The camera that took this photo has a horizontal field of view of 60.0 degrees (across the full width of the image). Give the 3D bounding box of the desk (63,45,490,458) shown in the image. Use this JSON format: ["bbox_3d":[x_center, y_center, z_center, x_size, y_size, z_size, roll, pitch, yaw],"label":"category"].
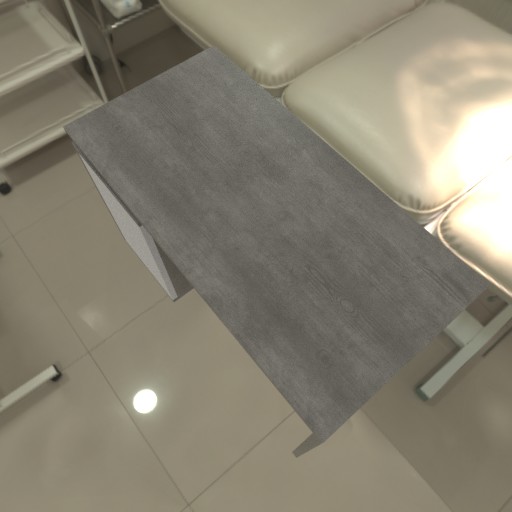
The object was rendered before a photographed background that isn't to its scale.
[{"bbox_3d":[0.000,0.000,1.612,0.600,0.740,1.200,-36,69,-17],"label":"desk"}]
